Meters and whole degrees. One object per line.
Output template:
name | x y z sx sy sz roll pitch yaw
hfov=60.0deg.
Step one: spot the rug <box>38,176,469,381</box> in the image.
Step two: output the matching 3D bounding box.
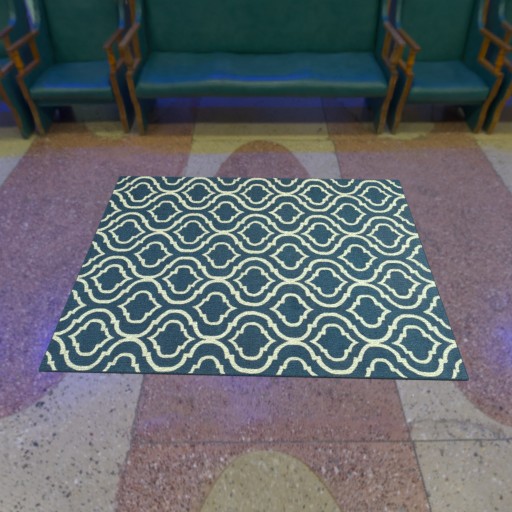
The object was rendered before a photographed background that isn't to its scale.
rug | 0.000 0.000 3.763 2.881 0.020 2.270 1 45 1
